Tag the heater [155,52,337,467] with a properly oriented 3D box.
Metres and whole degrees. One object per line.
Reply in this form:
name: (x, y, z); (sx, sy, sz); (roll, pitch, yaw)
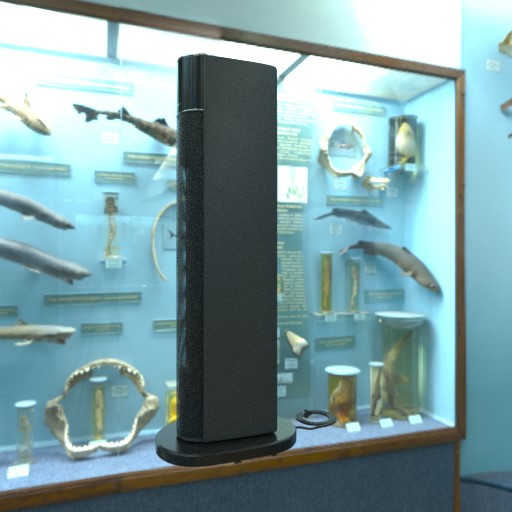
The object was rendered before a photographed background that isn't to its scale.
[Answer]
heater: (0.000, 0.000, 1.029); (0.458, 0.856, 0.214); (0, 0, -17)
